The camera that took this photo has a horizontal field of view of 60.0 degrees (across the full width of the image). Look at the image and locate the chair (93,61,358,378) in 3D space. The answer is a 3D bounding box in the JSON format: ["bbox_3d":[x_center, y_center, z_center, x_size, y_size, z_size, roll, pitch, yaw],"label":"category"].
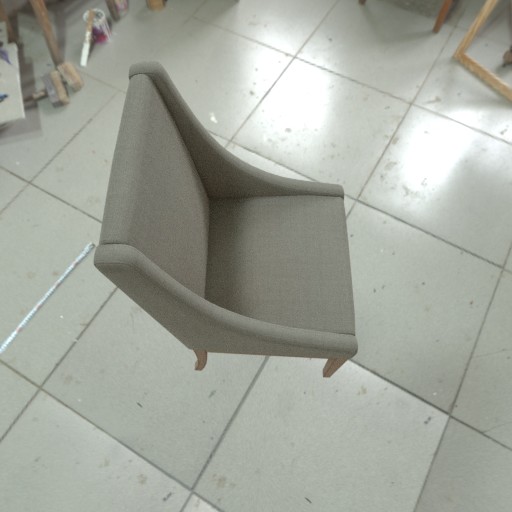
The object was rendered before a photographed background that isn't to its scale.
[{"bbox_3d":[0.000,0.000,1.378,0.611,1.021,0.575,1,64,0],"label":"chair"}]
